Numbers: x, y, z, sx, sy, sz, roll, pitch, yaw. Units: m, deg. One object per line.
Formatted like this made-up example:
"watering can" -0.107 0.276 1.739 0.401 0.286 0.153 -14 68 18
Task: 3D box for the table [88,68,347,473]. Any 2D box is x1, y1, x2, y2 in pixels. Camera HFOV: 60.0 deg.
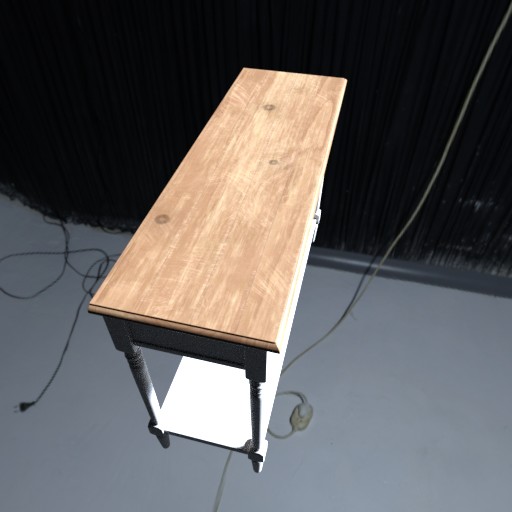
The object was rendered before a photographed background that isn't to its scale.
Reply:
"table" 0.000 0.000 1.557 0.399 0.800 1.219 10 46 10
